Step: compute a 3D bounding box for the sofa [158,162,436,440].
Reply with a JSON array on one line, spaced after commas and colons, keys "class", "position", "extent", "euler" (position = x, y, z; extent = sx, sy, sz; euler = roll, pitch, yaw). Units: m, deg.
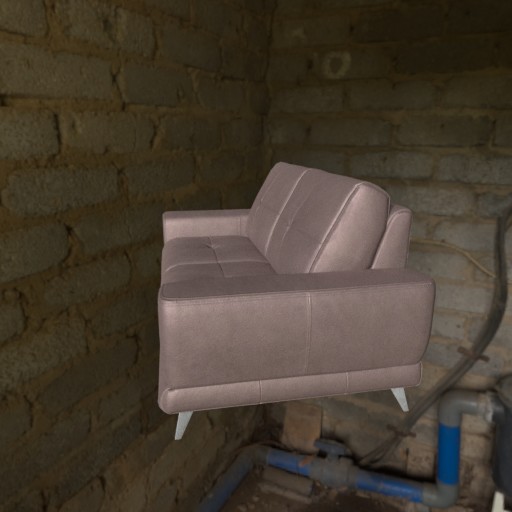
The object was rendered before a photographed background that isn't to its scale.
[{"class": "sofa", "position": [0.000, 0.000, 2.355], "extent": [1.018, 0.907, 1.806], "euler": [-3, 15, -11]}]
